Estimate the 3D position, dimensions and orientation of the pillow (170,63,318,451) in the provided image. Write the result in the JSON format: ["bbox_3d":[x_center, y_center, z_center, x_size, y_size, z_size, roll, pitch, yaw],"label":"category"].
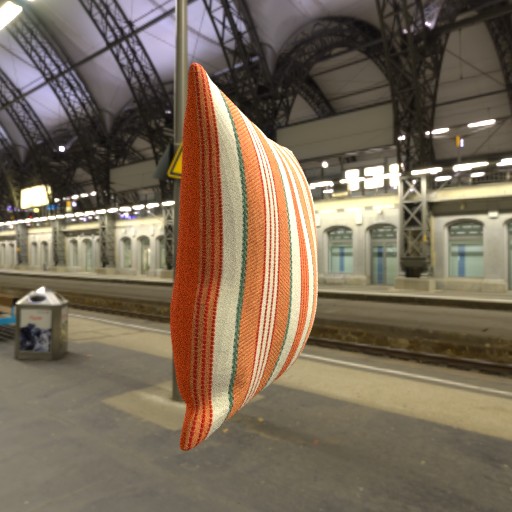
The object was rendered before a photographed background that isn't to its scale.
[{"bbox_3d":[0.000,0.000,0.697,0.182,0.441,0.440,0,0,20],"label":"pillow"}]
